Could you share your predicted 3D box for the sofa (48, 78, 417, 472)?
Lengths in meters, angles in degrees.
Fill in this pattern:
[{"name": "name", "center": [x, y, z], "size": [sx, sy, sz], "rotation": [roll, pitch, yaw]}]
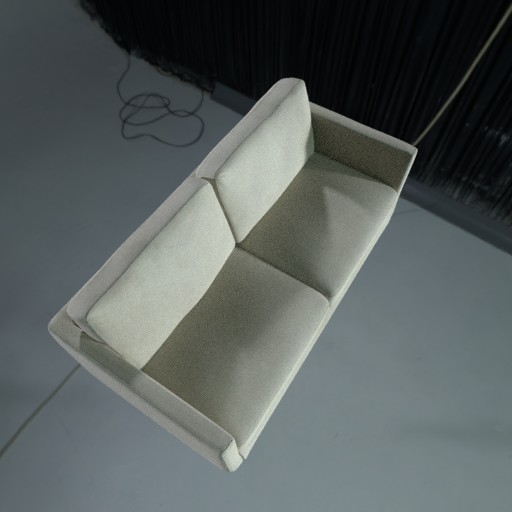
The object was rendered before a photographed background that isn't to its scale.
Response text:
[{"name": "sofa", "center": [0.000, 0.000, 2.334], "size": [0.950, 0.940, 1.846], "rotation": [29, 63, 16]}]
